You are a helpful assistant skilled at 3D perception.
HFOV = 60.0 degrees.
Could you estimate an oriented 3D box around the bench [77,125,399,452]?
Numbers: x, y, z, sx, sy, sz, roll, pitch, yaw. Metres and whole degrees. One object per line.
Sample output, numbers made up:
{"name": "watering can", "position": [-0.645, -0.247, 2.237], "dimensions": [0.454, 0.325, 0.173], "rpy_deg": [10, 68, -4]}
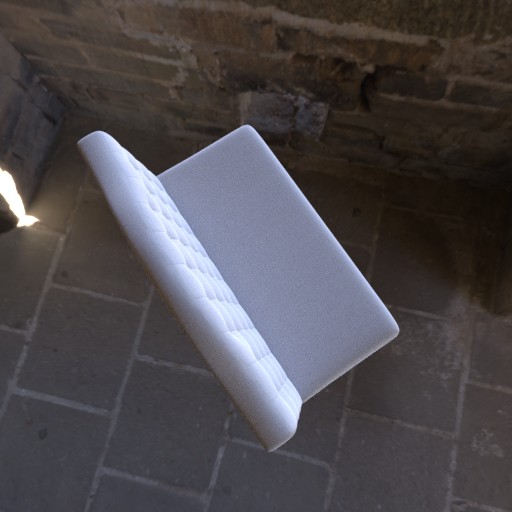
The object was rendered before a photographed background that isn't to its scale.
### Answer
{"name": "bench", "position": [0.000, 0.000, 2.035], "dimensions": [0.815, 1.180, 1.335], "rpy_deg": [-33, 78, -8]}
